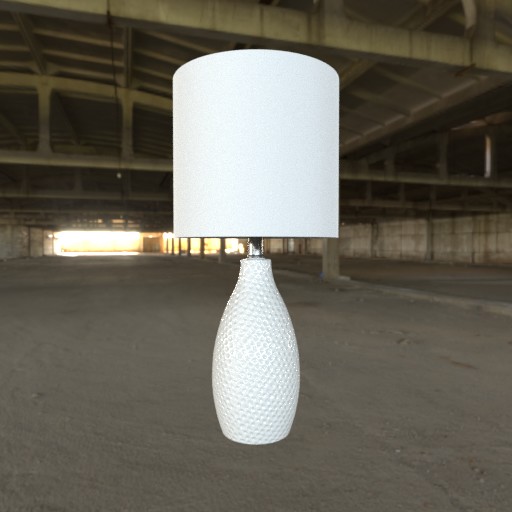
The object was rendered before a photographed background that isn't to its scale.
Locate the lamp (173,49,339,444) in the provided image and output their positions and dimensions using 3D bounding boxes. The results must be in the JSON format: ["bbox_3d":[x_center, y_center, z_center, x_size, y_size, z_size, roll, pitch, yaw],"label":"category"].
[{"bbox_3d":[0.000,0.000,0.589,0.214,0.466,0.214,0,2,-17],"label":"lamp"}]
